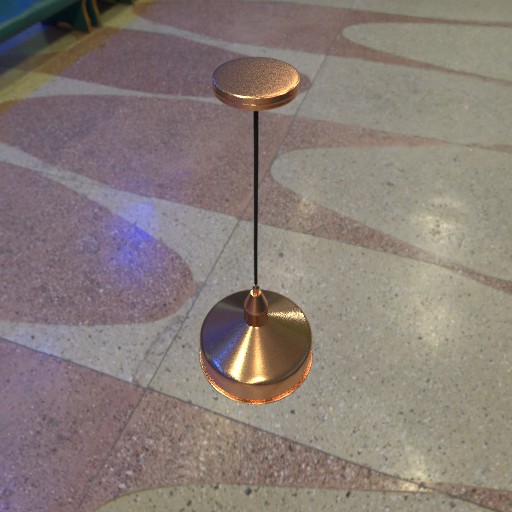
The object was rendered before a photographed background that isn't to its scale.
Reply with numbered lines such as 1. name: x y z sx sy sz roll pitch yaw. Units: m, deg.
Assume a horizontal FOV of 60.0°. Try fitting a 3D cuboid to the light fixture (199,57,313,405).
1. light fixture: 0.000 0.000 0.901 0.301 0.754 0.301 17 50 15
